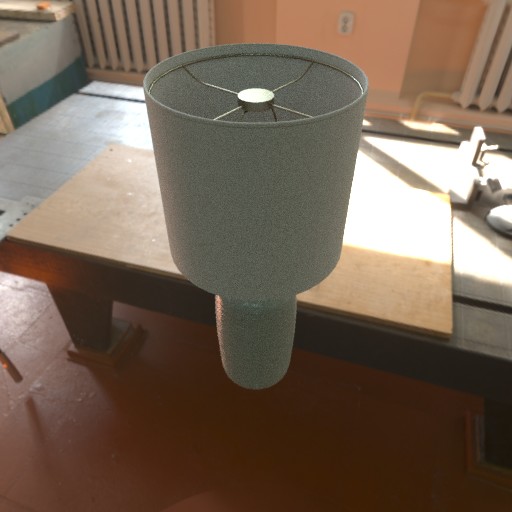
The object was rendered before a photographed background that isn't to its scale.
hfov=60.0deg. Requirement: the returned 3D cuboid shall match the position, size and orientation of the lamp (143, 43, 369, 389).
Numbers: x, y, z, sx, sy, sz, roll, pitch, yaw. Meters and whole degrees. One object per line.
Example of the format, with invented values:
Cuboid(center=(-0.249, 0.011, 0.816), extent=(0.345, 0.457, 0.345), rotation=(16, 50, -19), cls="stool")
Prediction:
Cuboid(center=(0.000, 0.000, 0.596), extent=(0.220, 0.475, 0.220), rotation=(-27, 48, -27), cls="lamp")
